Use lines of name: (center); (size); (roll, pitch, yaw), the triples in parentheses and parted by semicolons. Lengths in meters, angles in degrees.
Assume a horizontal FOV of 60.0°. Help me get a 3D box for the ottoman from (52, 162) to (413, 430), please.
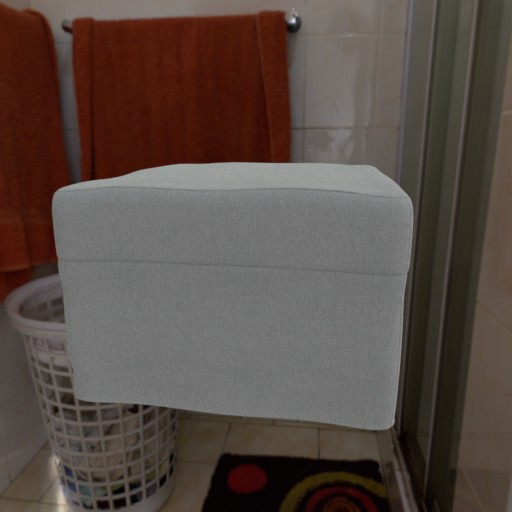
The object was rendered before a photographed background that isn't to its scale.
ottoman: (0.000, 0.000, 1.187); (0.648, 0.461, 0.833); (2, 15, 9)
